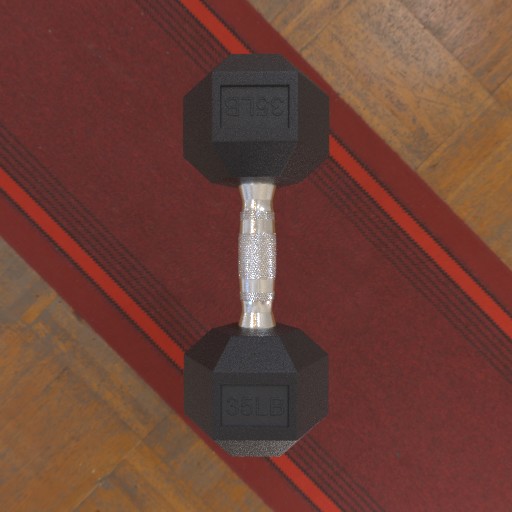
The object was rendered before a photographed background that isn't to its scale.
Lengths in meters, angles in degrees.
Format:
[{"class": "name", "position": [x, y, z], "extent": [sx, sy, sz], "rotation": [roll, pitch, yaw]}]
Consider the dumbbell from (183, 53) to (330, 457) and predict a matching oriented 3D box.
[{"class": "dumbbell", "position": [0.000, 0.000, 0.429], "extent": [0.141, 0.123, 0.356], "rotation": [0, 91, 1]}]
